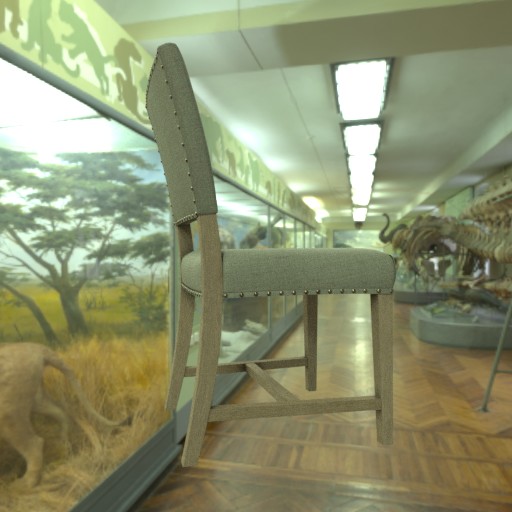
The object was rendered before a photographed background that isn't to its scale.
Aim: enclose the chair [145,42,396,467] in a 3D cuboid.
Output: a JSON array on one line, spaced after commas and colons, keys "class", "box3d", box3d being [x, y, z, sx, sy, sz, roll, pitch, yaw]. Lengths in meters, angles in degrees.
[{"class": "chair", "box3d": [0.000, 0.000, 1.306, 0.622, 0.986, 0.508, 0, 1, -18]}]
